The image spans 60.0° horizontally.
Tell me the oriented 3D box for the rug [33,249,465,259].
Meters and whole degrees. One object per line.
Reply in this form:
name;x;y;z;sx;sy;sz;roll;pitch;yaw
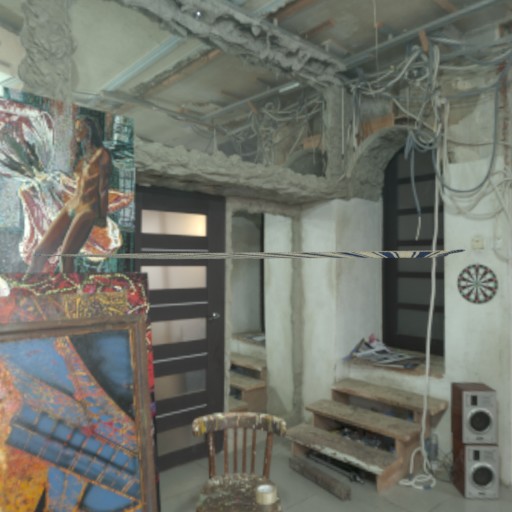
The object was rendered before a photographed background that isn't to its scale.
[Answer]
rug;0.000;0.000;2.591;2.108;0.009;1.248;0;-1;19
